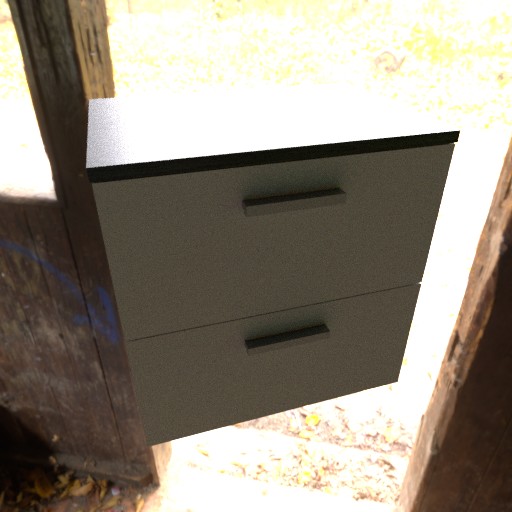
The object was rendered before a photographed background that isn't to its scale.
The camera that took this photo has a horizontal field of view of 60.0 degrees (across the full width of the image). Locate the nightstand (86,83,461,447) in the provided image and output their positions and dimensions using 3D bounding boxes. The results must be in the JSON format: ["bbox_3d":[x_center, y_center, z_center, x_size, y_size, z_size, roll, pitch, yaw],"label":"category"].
[{"bbox_3d":[0.000,0.000,0.733,0.441,0.460,0.325,-9,33,-14],"label":"nightstand"}]
